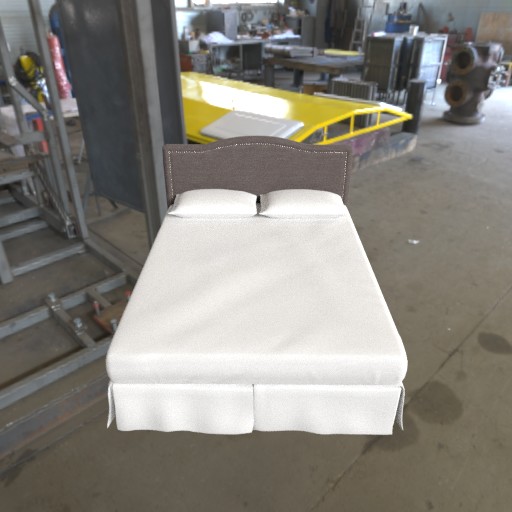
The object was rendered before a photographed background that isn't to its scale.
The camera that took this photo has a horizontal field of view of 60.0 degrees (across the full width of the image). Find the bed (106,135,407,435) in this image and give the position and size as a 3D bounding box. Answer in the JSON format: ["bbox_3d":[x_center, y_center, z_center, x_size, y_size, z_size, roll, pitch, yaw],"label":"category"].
[{"bbox_3d":[0.000,0.000,3.984,2.161,1.457,2.689,0,30,0],"label":"bed"}]
